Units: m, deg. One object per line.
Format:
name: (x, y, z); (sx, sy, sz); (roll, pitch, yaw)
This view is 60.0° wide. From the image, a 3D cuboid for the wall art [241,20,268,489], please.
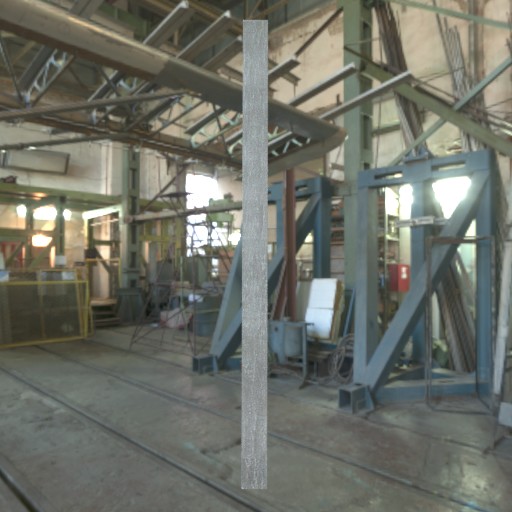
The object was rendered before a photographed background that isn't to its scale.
wall art: (0.000, 0.000, 0.703); (0.032, 0.521, 0.421); (0, -1, 0)
